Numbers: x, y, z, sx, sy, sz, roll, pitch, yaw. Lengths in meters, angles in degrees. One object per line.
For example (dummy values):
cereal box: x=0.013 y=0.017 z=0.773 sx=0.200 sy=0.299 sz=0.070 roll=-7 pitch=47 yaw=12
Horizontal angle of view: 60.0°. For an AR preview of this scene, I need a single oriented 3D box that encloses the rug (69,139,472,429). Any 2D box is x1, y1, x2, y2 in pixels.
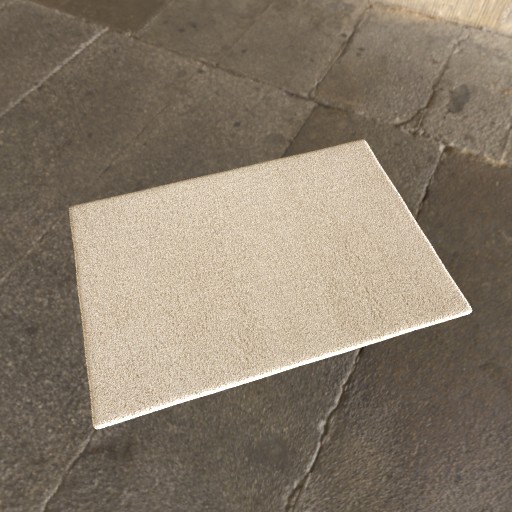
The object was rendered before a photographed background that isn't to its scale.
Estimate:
rug: x=0.000 y=0.000 z=2.275 sx=1.778 sy=0.030 sz=1.219 roll=-15 pitch=59 yaw=-9
